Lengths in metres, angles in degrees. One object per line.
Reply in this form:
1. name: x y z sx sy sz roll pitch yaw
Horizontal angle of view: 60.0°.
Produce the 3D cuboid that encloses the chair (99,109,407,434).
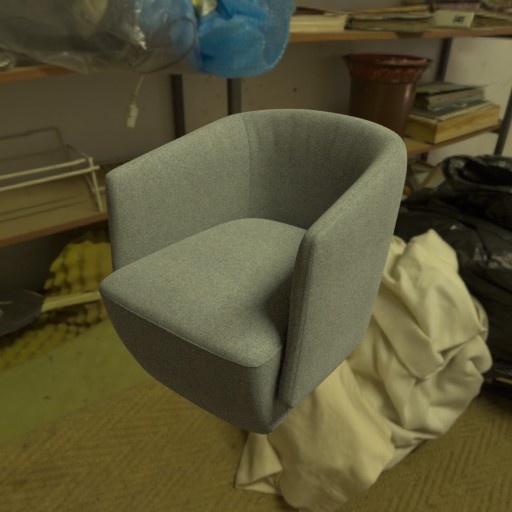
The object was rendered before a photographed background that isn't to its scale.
1. chair: 0.000 0.000 1.609 0.822 0.861 0.986 19 35 30
